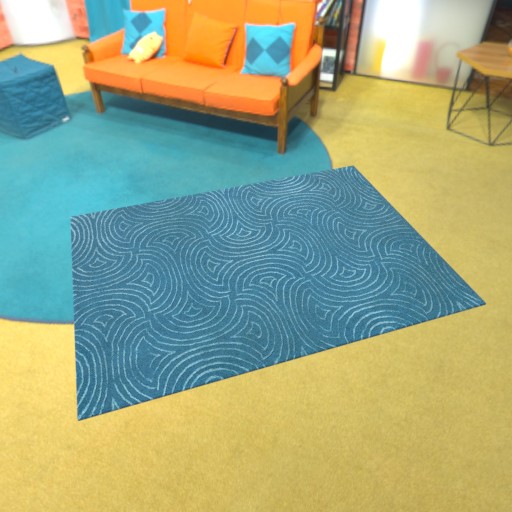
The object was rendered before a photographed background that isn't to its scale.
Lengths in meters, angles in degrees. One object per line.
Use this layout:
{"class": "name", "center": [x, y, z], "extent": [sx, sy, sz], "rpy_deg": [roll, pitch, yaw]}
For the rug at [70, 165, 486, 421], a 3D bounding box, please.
{"class": "rug", "center": [0.000, 0.000, 2.718], "extent": [2.144, 0.015, 1.543], "rpy_deg": [-13, 43, -14]}
